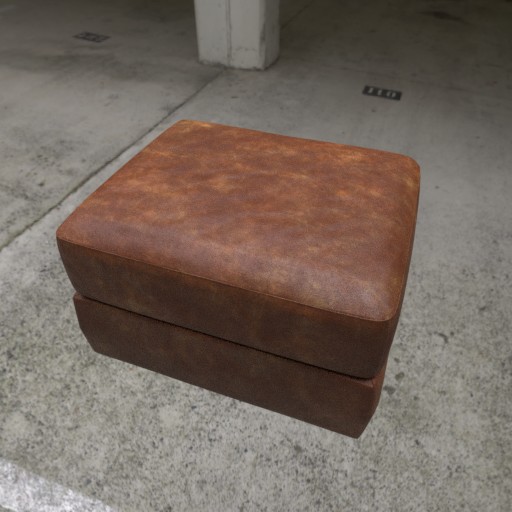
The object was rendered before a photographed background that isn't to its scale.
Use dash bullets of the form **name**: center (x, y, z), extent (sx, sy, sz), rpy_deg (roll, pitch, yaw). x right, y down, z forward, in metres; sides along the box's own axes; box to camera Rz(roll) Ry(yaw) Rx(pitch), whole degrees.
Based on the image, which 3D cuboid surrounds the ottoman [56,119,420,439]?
- **ottoman**: center (0.000, 0.000, 1.155), extent (0.751, 0.476, 0.603), rpy_deg (14, 43, 15)
